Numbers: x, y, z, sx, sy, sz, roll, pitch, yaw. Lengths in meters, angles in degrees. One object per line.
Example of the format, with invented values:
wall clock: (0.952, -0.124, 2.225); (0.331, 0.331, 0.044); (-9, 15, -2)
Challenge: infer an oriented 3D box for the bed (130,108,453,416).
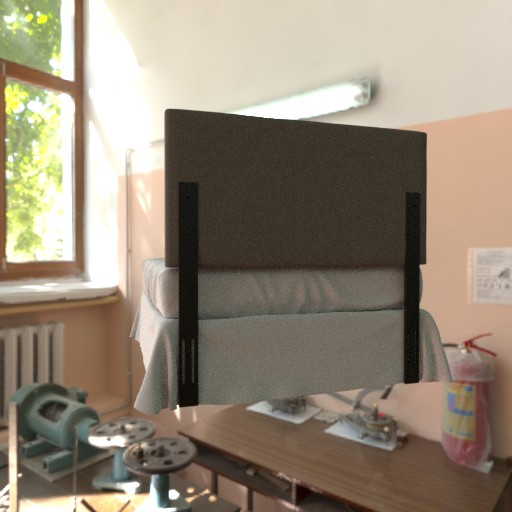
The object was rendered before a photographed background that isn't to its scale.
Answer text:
bed: (0.000, 0.000, 3.520); (1.936, 1.577, 2.222); (0, 1, -17)
